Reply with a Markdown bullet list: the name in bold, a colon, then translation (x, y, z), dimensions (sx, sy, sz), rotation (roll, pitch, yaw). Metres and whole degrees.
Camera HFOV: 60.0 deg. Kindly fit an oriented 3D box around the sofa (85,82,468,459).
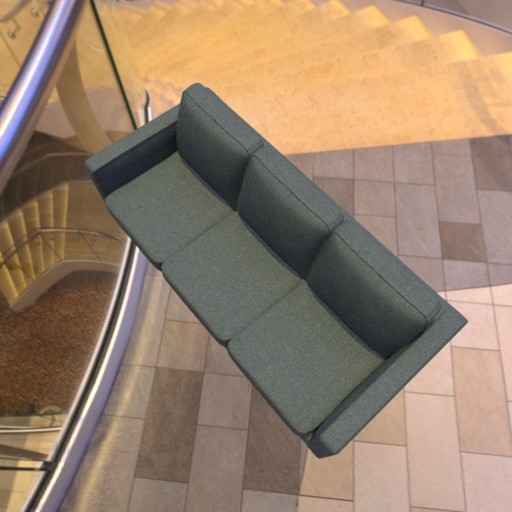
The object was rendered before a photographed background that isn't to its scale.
- **sofa**: translation (0.000, 0.000, 2.505), dimensions (0.935, 0.945, 2.013), rotation (-38, 70, -17)
